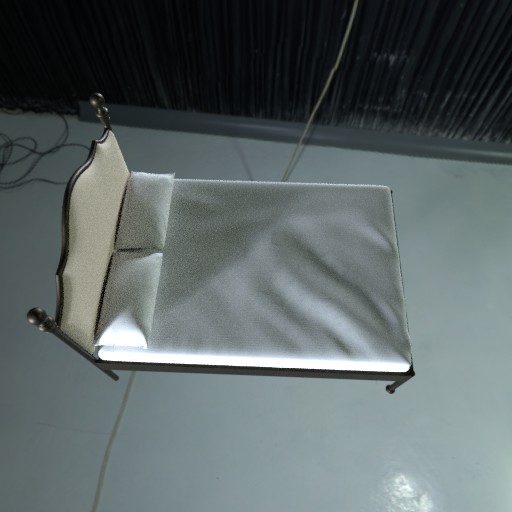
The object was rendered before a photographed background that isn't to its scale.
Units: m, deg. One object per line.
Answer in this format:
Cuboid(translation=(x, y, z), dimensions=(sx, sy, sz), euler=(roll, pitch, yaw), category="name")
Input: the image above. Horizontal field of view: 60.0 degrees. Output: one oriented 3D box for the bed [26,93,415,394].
Cuboid(translation=(0.000, 0.000, 3.074), dimensions=(2.170, 1.462, 1.533), euler=(2, 63, 1), category="bed")
